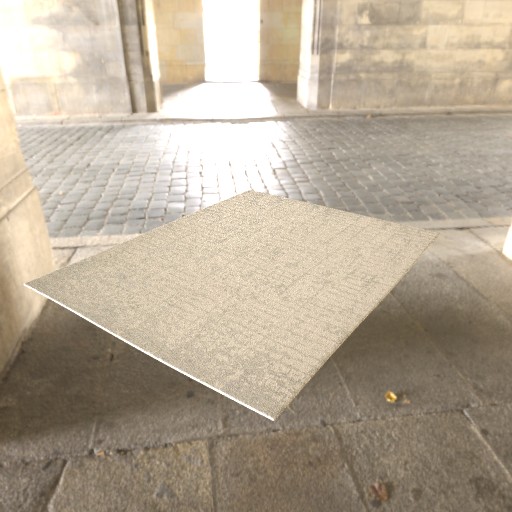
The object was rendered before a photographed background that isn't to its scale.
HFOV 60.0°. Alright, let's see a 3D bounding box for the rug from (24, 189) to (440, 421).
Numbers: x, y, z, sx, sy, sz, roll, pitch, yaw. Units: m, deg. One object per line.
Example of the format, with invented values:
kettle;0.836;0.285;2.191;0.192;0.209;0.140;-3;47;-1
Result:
rug;0.000;0.000;4.052;2.447;0.014;3.061;18;31;32
